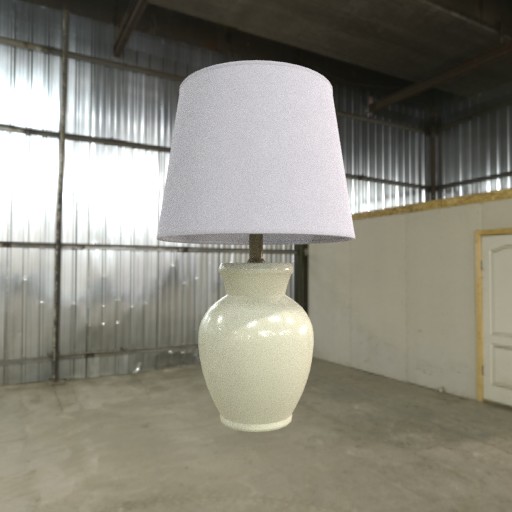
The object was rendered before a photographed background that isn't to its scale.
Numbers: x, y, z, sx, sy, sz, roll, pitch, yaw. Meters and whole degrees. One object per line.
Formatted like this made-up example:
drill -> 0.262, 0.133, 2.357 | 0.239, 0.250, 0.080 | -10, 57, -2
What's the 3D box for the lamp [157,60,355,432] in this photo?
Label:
lamp -> 0.000, 0.000, 0.546 | 0.239, 0.399, 0.239 | 0, -1, 0
